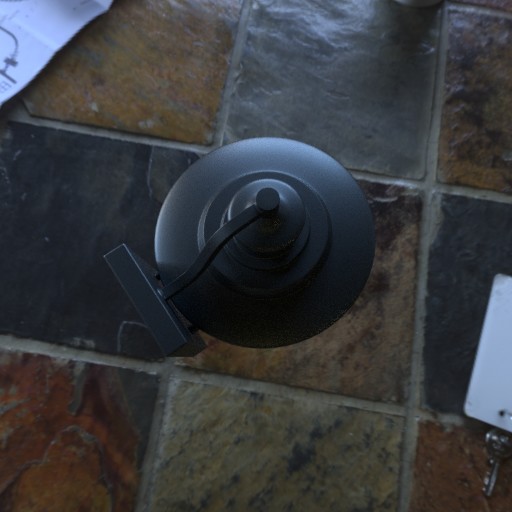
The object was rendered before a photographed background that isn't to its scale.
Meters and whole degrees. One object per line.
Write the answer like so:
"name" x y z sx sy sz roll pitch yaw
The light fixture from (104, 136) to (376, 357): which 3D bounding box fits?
"light fixture" 0.000 0.000 0.511 0.252 0.345 0.222 -34 79 -7
